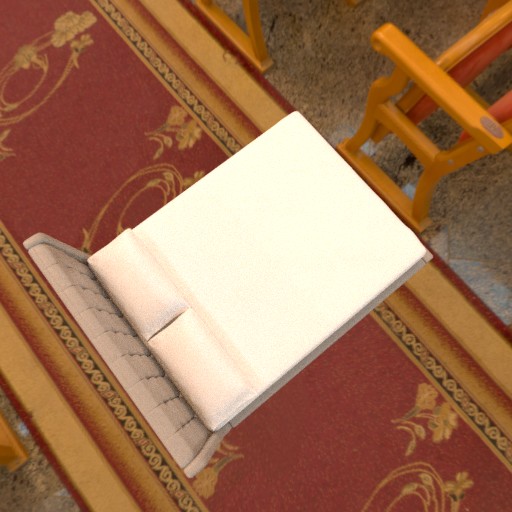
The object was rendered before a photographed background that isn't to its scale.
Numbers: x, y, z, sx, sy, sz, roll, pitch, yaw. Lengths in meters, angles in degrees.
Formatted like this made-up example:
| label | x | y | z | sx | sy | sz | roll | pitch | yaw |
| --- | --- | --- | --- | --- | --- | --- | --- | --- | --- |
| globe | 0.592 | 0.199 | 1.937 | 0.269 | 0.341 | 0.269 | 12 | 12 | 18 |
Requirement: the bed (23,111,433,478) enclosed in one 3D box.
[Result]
| label | x | y | z | sx | sy | sz | roll | pitch | yaw |
| --- | --- | --- | --- | --- | --- | --- | --- | --- | --- |
| bed | 0.000 | 0.000 | 3.170 | 2.232 | 1.147 | 1.656 | -38 | 79 | -9 |
